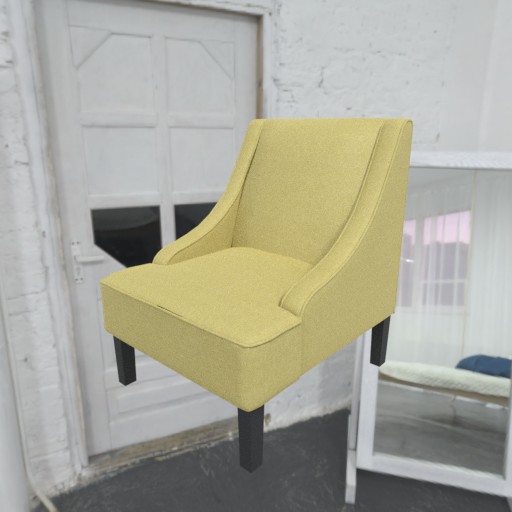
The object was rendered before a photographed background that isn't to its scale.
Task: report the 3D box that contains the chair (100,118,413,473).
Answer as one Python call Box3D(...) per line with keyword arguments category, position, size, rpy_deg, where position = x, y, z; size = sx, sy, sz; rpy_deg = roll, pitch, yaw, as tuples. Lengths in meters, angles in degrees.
Box3D(category="chair", position=(0.000, 0.000, 1.504), size=(0.696, 0.896, 0.814), rpy_deg=(15, 22, 40))
